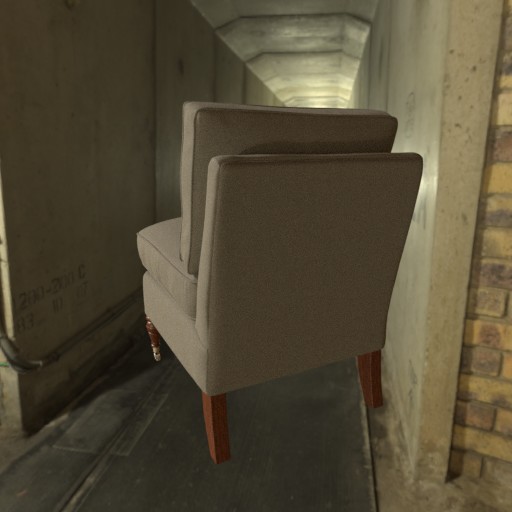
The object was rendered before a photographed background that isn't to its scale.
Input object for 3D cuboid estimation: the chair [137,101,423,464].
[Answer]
[{"bbox_3d":[0.000,0.000,1.673,0.724,1.045,0.924,-7,16,-27],"label":"chair"}]
